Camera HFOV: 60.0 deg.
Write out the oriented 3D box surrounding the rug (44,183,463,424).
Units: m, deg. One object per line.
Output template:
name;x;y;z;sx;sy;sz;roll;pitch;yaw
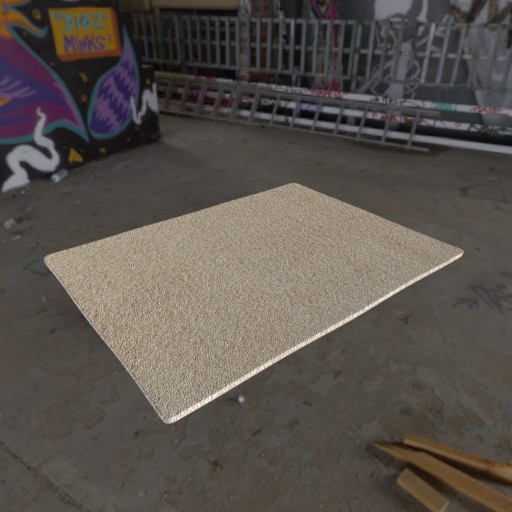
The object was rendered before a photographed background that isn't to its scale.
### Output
rug;0.000;0.000;2.095;1.600;0.027;1.200;-21;36;-33
